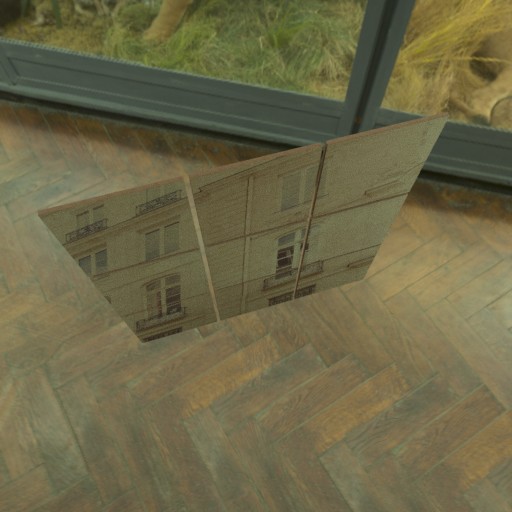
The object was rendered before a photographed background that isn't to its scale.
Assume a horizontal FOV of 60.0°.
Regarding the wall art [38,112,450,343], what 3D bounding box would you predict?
[{"bbox_3d":[0.000,0.000,1.809,1.221,1.218,0.024,-15,64,-8],"label":"wall art"}]
